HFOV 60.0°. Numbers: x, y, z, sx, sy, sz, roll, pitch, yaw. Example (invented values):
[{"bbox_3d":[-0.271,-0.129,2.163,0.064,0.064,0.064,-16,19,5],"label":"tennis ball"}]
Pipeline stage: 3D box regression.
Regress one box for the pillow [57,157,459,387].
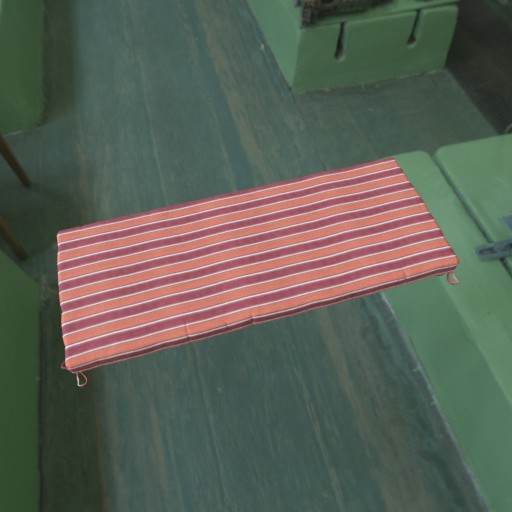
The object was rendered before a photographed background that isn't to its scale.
[{"bbox_3d":[0.000,0.000,1.350,1.187,0.081,0.492,-14,58,-9],"label":"pillow"}]
